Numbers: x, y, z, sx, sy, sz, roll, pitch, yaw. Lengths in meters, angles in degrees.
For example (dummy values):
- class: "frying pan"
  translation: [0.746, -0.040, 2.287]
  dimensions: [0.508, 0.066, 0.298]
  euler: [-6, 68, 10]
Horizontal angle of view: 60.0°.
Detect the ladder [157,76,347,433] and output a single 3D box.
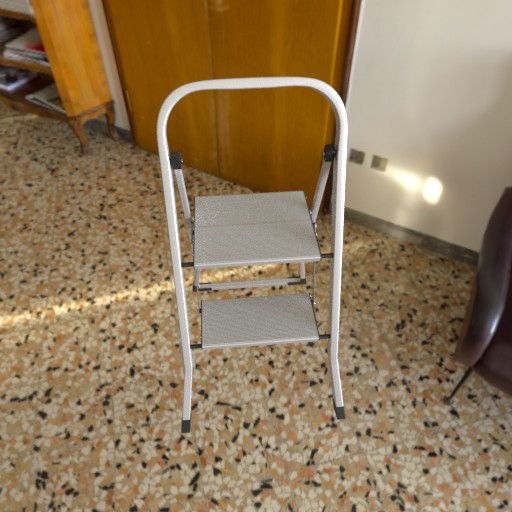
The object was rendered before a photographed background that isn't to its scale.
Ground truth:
- class: "ladder"
  translation: [0.000, 0.000, 1.134]
  dimensions: [0.465, 0.830, 0.530]
  euler: [-4, 46, -4]
